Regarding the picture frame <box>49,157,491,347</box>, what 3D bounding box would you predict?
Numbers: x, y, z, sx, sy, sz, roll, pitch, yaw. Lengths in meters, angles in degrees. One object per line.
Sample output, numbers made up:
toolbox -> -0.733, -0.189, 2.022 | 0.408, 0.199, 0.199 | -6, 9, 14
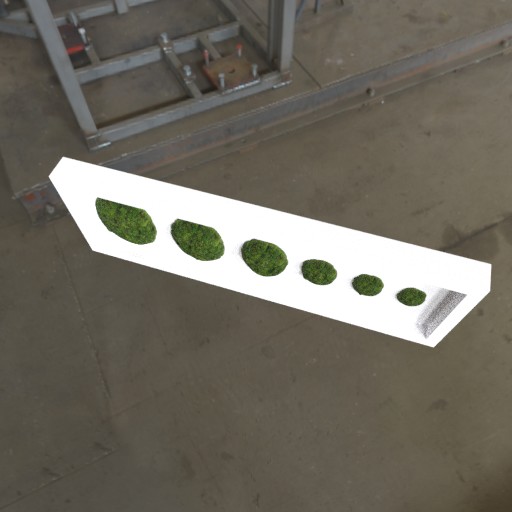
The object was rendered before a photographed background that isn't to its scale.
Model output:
picture frame -> 0.000, 0.000, 0.850 | 0.759, 0.250, 0.050 | 15, 60, 9
